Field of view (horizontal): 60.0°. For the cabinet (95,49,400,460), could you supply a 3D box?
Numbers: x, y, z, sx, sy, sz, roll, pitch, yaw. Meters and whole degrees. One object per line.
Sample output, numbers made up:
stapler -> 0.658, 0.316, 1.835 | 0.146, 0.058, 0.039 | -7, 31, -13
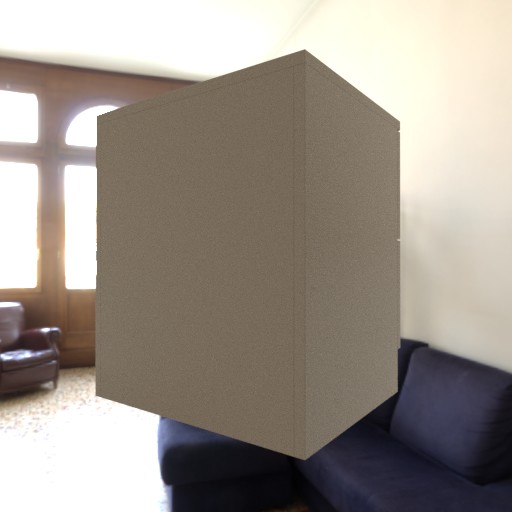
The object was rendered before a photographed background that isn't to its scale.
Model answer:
cabinet -> 0.000, 0.000, 0.767 | 0.400, 0.470, 0.360 | 0, 0, 36
